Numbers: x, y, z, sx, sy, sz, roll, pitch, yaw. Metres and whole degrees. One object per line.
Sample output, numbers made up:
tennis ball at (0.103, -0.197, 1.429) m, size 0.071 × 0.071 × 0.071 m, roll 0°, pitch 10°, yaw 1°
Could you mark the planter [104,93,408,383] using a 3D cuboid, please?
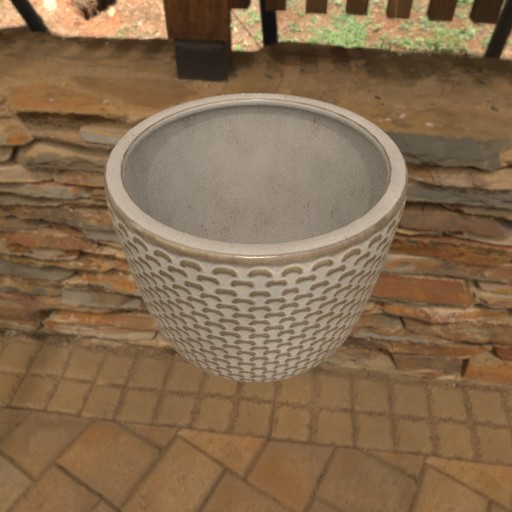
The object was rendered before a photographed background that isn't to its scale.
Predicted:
planter at (0.000, 0.000, 0.308) m, size 0.173 × 0.160 × 0.173 m, roll 0°, pitch 44°, yaw 0°
